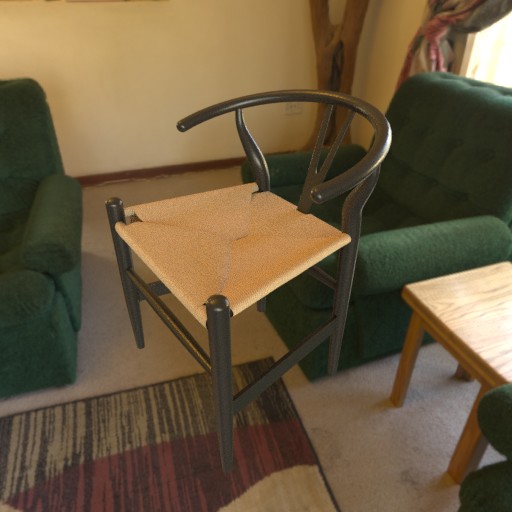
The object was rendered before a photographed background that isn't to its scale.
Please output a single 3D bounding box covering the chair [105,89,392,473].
[{"bbox_3d":[0.000,0.000,1.153,0.570,0.739,0.570,-21,38,-29],"label":"chair"}]
